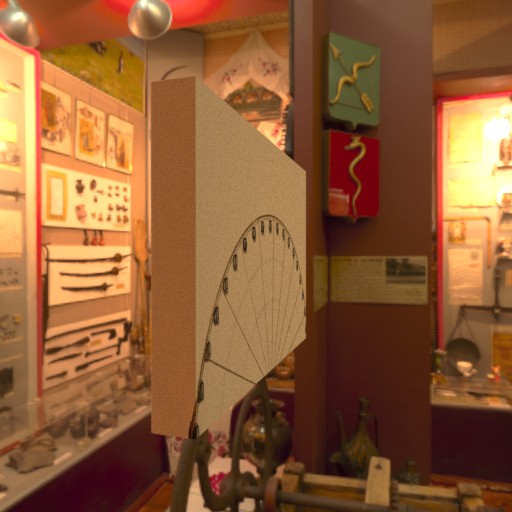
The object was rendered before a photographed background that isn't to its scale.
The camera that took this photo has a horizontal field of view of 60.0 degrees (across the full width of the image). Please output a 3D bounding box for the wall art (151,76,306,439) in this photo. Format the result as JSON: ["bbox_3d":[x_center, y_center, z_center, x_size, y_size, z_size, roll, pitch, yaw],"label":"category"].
[{"bbox_3d":[0.000,0.000,0.497,0.039,0.254,0.384,0,1,18],"label":"wall art"}]
